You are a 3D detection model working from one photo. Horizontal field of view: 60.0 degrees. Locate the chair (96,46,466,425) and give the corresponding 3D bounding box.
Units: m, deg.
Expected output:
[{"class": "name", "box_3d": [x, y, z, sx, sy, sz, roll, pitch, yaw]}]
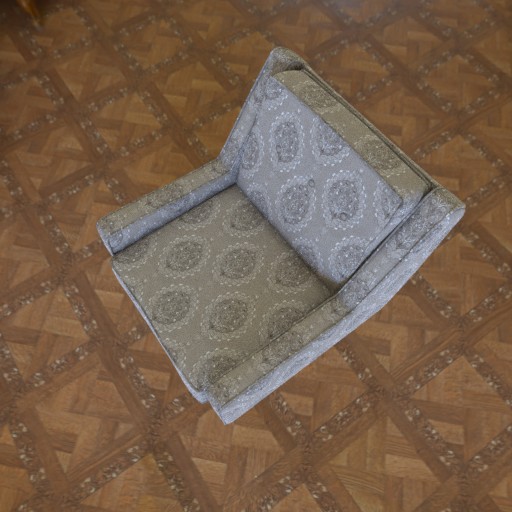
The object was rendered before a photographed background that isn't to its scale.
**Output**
[{"class": "chair", "box_3d": [0.000, 0.000, 1.336, 0.750, 0.797, 0.665, -33, 68, -15]}]
